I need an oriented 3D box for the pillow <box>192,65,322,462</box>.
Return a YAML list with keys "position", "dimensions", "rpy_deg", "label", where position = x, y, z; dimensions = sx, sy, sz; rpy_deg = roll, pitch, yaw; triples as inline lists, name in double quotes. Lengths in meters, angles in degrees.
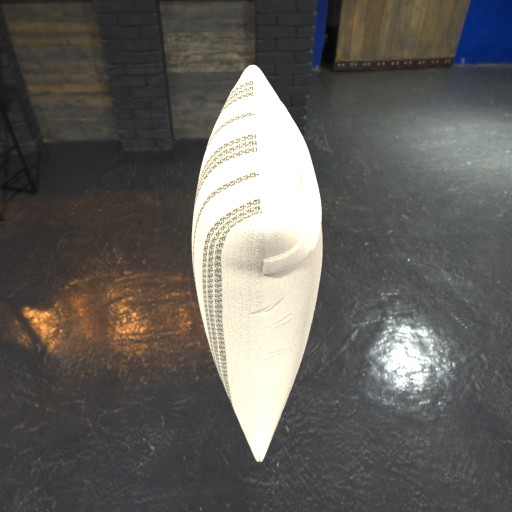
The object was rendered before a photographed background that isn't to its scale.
- position: [0.000, 0.000, 0.634]
  dimensions: [0.173, 0.406, 0.405]
  rpy_deg: [-1, 41, -1]
  label: "pillow"
